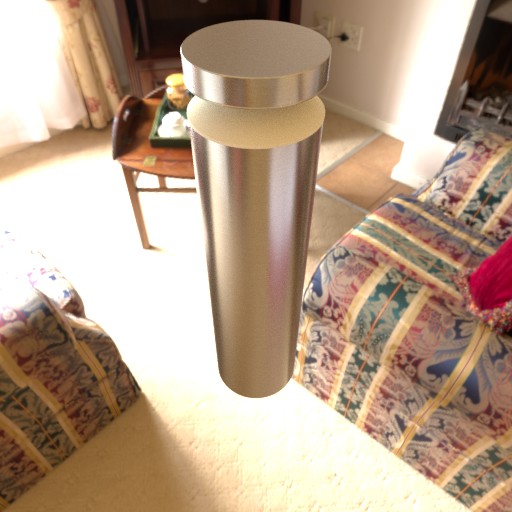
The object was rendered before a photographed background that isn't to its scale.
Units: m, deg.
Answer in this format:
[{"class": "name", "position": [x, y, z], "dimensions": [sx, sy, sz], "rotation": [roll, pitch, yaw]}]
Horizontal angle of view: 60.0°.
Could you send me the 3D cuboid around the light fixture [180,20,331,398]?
[{"class": "light fixture", "position": [0.000, 0.000, 0.438], "dimensions": [0.102, 0.400, 0.102], "rotation": [3, 46, 3]}]
